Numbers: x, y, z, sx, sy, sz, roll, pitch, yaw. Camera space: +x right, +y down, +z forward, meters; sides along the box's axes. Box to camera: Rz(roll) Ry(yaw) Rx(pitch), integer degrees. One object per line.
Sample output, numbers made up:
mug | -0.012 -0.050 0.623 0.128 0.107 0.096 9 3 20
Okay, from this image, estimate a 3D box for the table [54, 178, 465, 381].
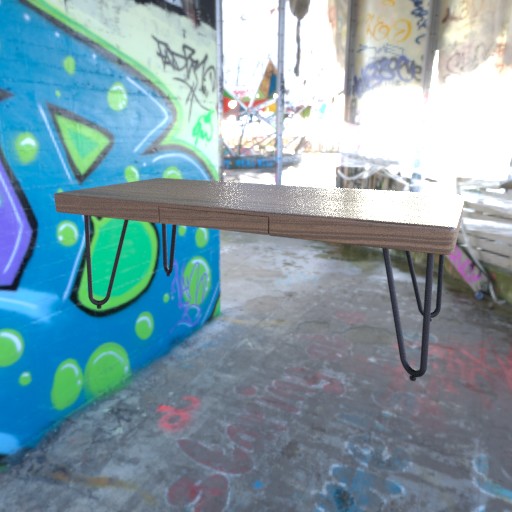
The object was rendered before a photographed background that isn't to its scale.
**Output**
table | 0.000 0.000 1.683 1.375 0.468 0.637 8 18 25
